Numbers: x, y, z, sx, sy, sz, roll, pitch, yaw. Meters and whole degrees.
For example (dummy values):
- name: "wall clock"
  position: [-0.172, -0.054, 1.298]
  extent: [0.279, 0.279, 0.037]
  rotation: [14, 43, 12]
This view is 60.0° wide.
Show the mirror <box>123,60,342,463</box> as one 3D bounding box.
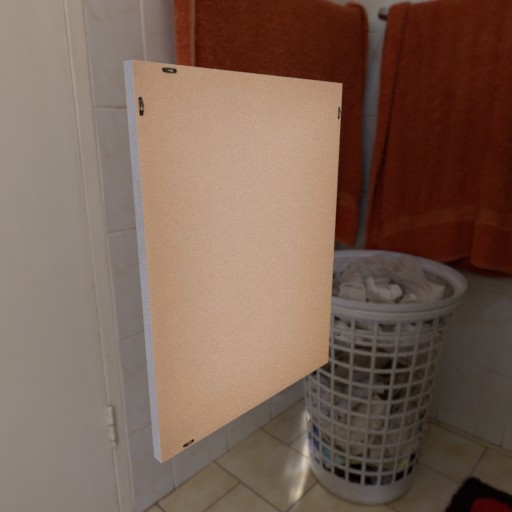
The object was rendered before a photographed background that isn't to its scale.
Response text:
- name: "mirror"
  position: [0.000, 0.000, 1.335]
  extent: [0.041, 1.016, 0.762]
  rotation: [16, 23, 43]
